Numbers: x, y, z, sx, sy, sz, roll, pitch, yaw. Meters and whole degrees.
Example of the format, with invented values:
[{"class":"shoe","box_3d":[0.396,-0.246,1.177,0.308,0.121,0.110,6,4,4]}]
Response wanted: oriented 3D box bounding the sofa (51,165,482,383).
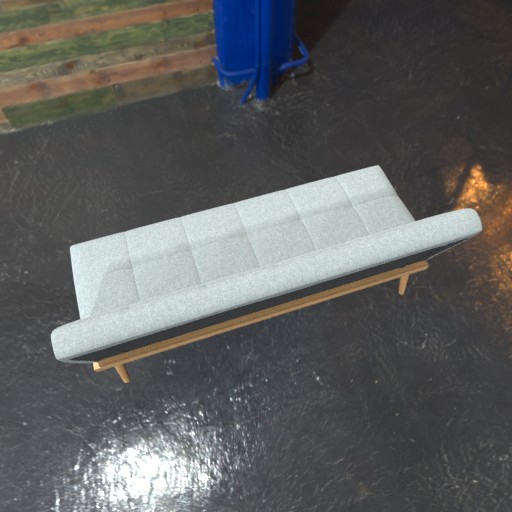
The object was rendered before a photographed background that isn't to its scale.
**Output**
[{"class":"sofa","box_3d":[0.000,0.000,2.237,1.820,0.800,0.800,-16,60,-10]}]
